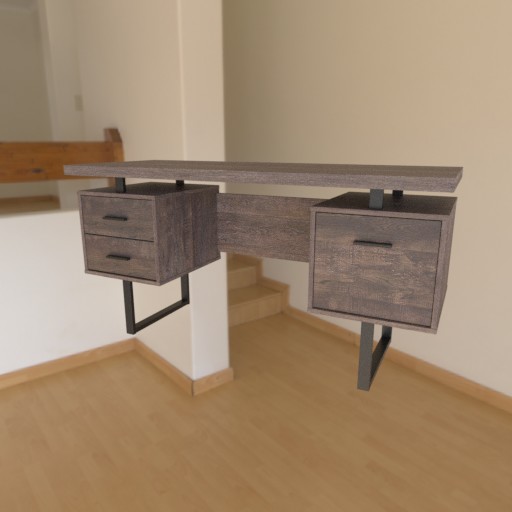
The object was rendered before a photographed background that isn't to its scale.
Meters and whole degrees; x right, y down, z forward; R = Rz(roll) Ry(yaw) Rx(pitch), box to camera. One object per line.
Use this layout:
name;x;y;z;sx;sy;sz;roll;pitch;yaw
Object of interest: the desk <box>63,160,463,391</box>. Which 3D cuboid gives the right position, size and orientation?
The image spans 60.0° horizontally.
desk;0.000;0.000;1.906;1.524;0.760;0.600;7;16;25
